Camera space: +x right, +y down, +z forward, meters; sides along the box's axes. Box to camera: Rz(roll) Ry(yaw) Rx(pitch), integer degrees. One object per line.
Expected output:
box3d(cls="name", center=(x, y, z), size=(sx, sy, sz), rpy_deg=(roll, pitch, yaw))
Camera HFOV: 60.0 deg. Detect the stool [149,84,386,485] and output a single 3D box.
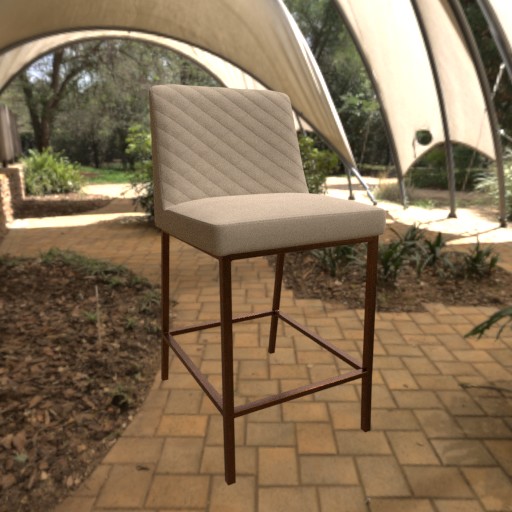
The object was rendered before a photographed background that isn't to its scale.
box3d(cls="stool", center=(0.000, 0.000, 1.299), size=(0.507, 0.973, 0.576), rpy_deg=(-8, 17, -27))
